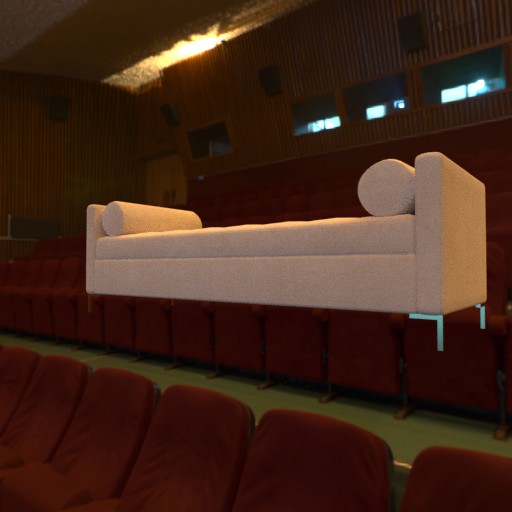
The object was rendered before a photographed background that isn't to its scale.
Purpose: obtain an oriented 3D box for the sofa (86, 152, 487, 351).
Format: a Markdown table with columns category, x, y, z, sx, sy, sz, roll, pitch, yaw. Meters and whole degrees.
| category | x | y | z | sx | sy | sz | roll | pitch | yaw |
| --- | --- | --- | --- | --- | --- | --- | --- | --- | --- |
| sofa | 0.000 | 0.000 | 2.240 | 1.981 | 0.635 | 0.686 | -1 | -2 | 38 |
